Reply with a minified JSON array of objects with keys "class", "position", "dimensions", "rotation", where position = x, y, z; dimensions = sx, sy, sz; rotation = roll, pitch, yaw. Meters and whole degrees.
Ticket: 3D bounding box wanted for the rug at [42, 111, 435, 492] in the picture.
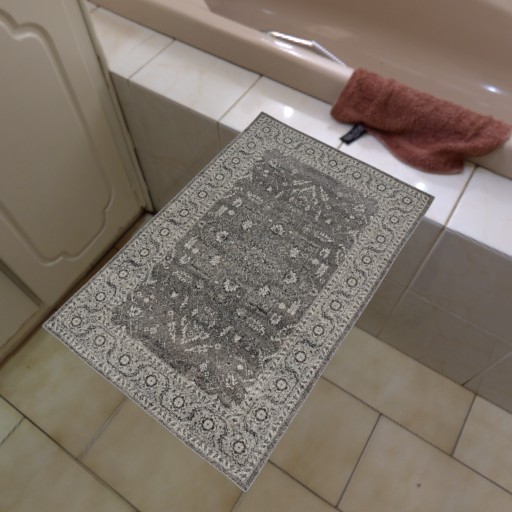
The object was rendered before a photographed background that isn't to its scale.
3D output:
[{"class":"rug","position":[0.000,0.000,2.309],"dimensions":[1.209,0.019,1.828],"rotation":[31,64,18]}]
